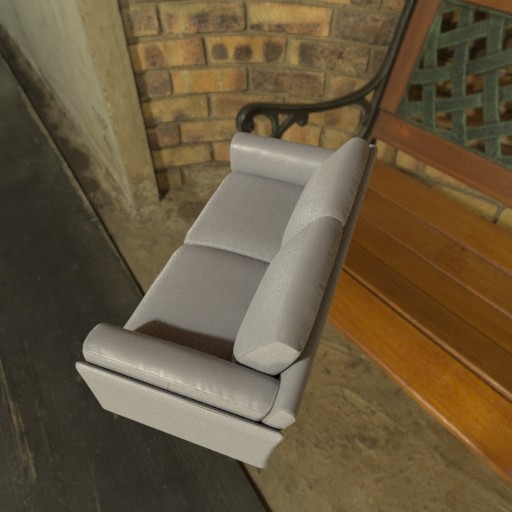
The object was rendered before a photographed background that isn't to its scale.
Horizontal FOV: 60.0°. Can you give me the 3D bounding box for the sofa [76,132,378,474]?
[{"bbox_3d":[0.000,0.000,2.666,1.049,0.930,2.101,15,48,14],"label":"sofa"}]
